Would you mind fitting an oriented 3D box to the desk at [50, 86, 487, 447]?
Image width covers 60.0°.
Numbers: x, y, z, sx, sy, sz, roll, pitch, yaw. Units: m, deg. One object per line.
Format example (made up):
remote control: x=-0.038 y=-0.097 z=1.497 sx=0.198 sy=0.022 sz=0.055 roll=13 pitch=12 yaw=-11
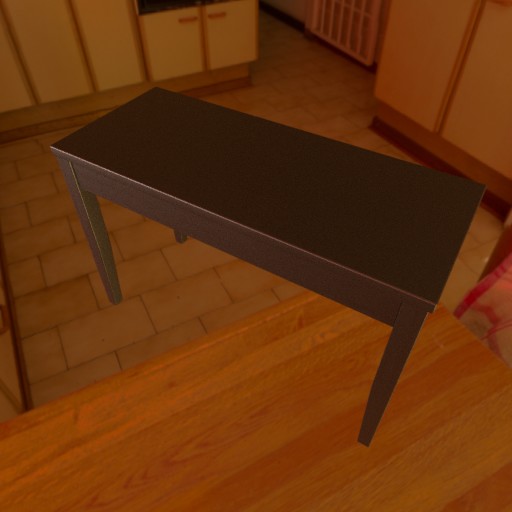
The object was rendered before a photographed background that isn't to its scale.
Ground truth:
desk: x=0.000 y=0.000 z=1.596 sx=1.220 sy=0.775 sz=0.508 roll=24 pitch=49 yaw=22
